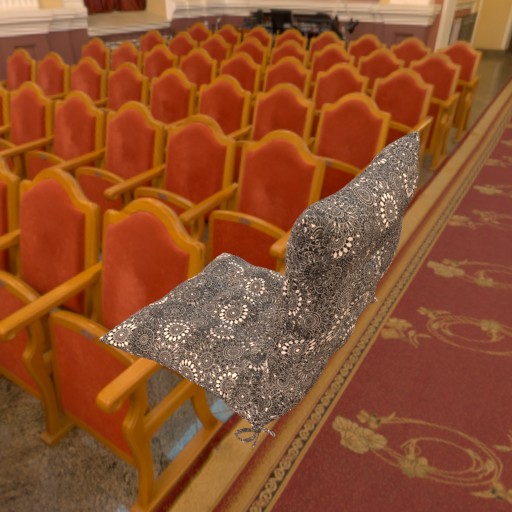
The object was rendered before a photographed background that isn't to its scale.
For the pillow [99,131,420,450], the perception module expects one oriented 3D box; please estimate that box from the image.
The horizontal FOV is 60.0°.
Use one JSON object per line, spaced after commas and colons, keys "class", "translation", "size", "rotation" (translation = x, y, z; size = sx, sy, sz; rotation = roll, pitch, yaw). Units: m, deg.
{"class": "pillow", "translation": [0.000, 0.000, 1.007], "size": [0.585, 0.536, 0.541], "rotation": [19, 37, 28]}
